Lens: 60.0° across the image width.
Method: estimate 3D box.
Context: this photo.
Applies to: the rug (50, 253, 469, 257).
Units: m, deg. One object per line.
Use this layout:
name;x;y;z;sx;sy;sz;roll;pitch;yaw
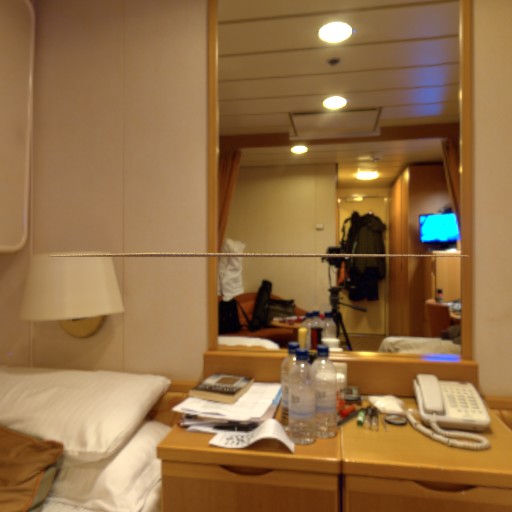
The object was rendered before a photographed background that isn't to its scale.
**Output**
rug;0.000;0.000;4.075;3.034;0.012;2.406;0;0;-37
